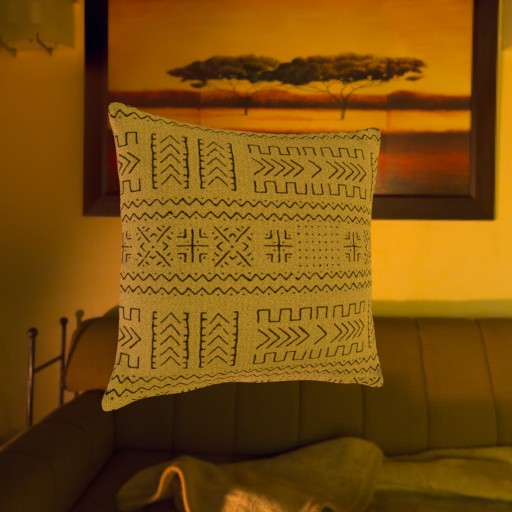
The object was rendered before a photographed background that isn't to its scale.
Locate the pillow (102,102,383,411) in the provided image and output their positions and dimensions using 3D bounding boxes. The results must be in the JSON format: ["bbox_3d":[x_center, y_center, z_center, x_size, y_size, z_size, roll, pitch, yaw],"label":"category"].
[{"bbox_3d":[0.000,0.000,0.670,0.438,0.430,0.164,0,-1,-18],"label":"pillow"}]
